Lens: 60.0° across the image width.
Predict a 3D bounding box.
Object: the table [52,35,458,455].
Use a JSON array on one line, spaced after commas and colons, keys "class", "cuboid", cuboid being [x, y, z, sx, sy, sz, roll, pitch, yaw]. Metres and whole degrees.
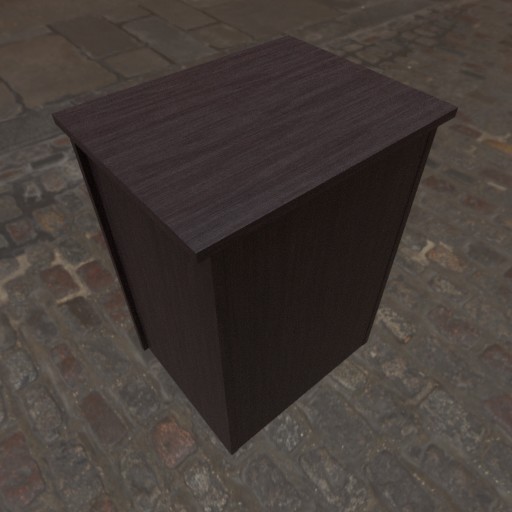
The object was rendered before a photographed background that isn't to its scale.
[{"class": "table", "cuboid": [0.000, 0.000, 0.893, 0.480, 0.635, 0.381, -31, 54, -26]}]
